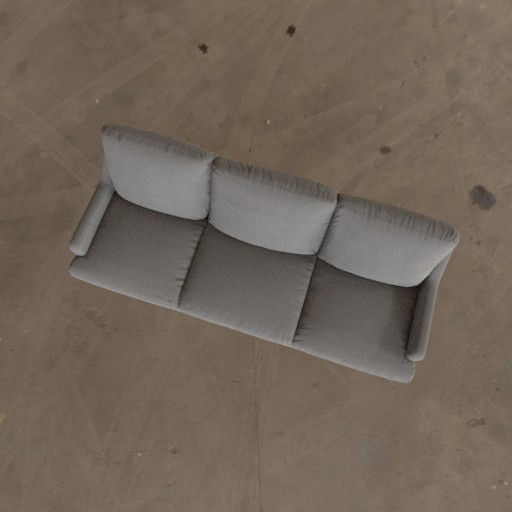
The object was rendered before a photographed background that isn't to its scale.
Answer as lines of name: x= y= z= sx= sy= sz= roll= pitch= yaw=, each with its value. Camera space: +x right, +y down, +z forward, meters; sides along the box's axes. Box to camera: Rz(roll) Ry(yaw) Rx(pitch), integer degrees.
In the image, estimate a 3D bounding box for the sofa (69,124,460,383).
sofa: x=0.000 y=0.000 z=2.909 sx=2.344 sy=0.926 sz=0.987 roll=17 pitch=75 yaw=5
